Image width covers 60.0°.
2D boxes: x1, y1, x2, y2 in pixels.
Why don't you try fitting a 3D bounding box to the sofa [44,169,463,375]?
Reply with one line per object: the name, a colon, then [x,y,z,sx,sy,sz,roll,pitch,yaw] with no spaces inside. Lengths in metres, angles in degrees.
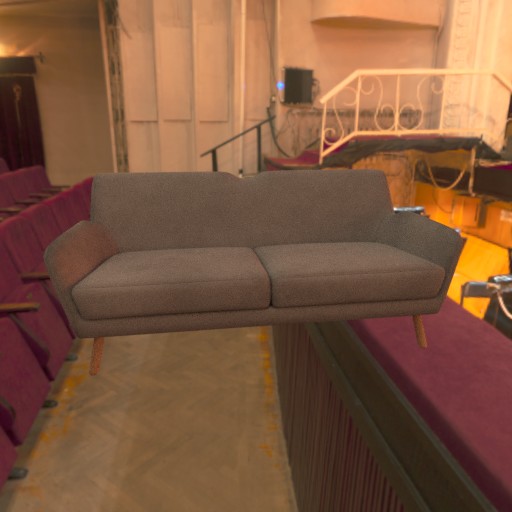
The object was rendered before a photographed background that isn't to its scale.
sofa: [0.000,0.000,2.312,1.870,0.810,0.850,-3,16,-9]
